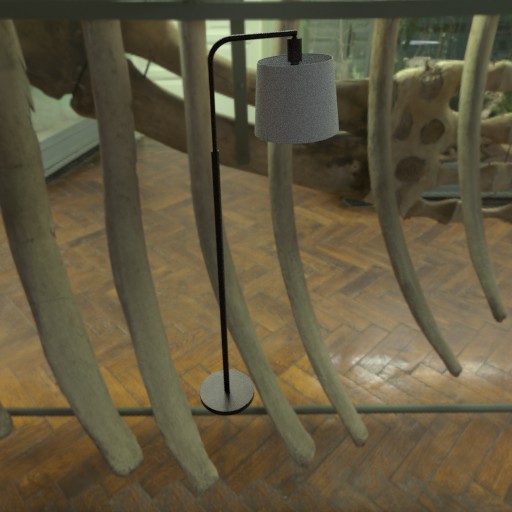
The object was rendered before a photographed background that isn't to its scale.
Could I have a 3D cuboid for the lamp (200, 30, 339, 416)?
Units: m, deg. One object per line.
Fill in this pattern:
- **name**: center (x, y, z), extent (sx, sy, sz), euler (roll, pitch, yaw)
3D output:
- **lamp**: center (0.000, 0.000, 1.620), extent (0.508, 1.478, 0.254), euler (0, 32, 0)
